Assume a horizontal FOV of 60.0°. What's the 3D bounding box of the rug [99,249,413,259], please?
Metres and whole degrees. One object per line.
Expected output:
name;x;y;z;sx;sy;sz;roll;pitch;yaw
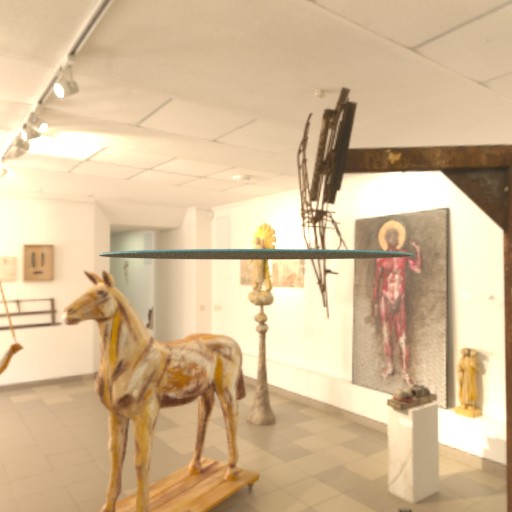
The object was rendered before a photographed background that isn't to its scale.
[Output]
rug;0.000;0.000;2.383;1.593;0.012;1.593;0;-1;0
